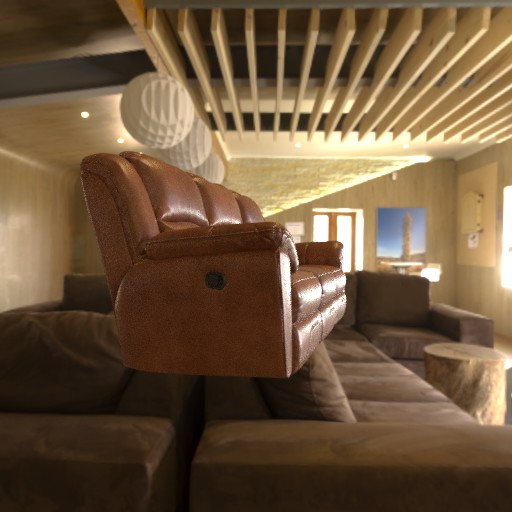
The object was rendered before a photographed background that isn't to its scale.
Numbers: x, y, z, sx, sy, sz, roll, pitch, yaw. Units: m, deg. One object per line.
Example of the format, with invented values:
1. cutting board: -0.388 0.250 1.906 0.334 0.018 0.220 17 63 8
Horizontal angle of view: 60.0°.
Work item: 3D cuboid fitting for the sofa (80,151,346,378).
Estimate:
1. sofa: 0.000 0.000 2.870 0.991 1.043 2.337 0 0 17
